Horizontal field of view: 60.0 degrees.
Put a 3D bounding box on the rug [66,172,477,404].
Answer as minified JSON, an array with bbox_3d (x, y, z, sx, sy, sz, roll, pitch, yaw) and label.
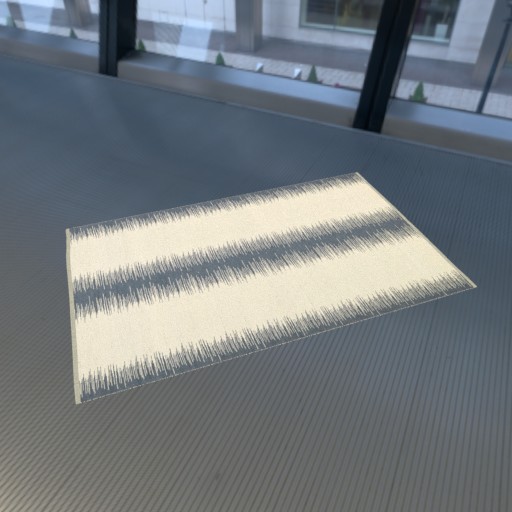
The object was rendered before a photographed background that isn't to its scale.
[{"bbox_3d":[0.000,0.000,3.044,2.453,0.003,1.519,-13,42,-15],"label":"rug"}]
